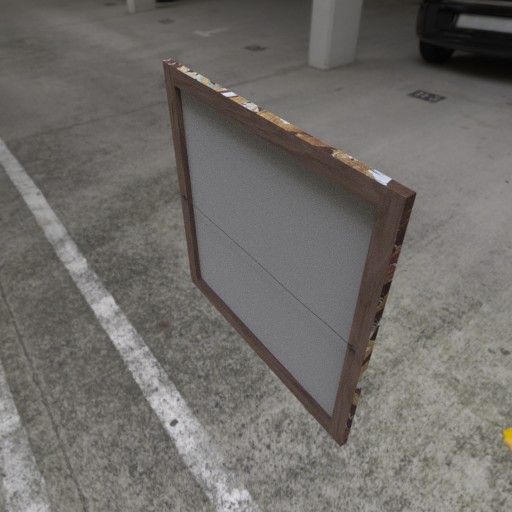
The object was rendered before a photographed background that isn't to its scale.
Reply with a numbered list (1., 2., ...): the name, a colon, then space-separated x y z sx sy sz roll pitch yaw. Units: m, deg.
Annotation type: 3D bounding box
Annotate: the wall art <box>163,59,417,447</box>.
1. wall art: 0.000 0.000 1.122 0.028 0.762 0.757 -26 47 -27
